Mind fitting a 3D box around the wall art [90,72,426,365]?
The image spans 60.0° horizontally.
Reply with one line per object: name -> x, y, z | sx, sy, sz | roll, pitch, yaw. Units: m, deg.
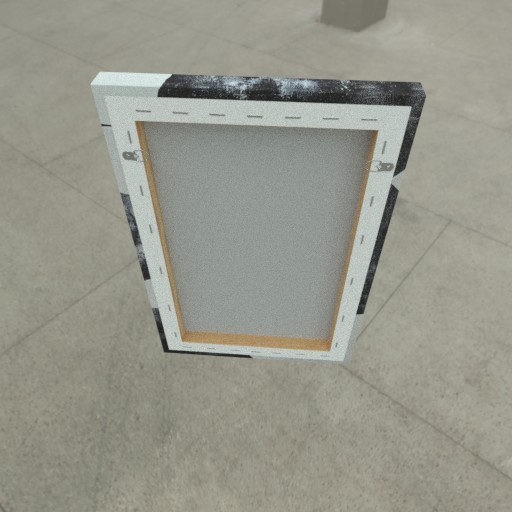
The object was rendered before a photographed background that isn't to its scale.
wall art -> 0.000, 0.000, 0.765 | 0.407, 0.610, 0.039 | 3, 46, 3
